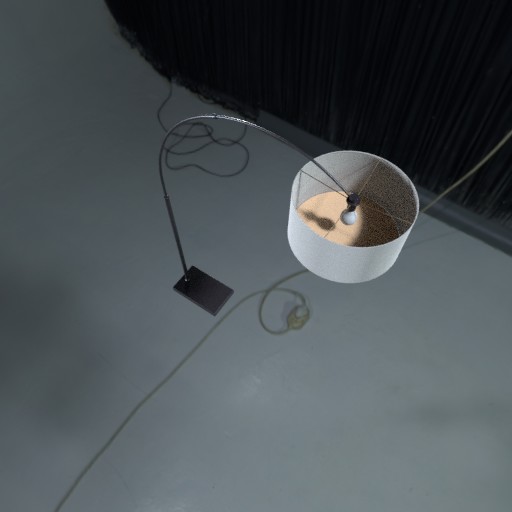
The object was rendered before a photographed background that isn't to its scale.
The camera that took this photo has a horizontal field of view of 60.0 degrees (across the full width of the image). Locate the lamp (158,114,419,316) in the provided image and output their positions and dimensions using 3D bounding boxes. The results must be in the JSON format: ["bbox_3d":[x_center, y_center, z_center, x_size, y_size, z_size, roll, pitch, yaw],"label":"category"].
[{"bbox_3d":[0.000,0.000,2.580,1.424,1.927,0.493,30,62,18],"label":"lamp"}]
